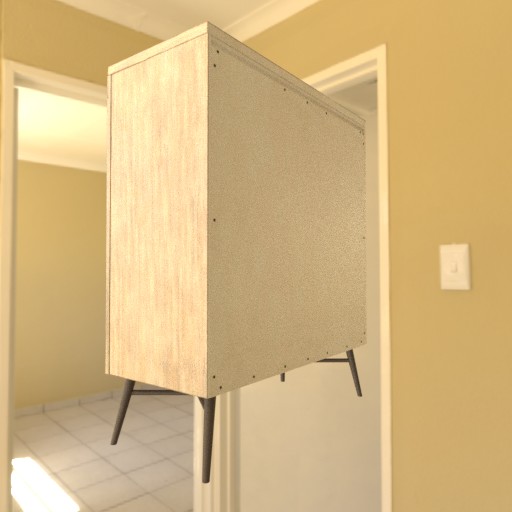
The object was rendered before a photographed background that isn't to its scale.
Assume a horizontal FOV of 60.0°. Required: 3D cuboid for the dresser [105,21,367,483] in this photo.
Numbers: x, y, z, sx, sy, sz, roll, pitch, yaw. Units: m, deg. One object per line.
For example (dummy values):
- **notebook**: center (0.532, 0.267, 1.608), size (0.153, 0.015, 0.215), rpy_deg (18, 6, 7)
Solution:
- **dresser**: center (0.000, 0.000, 1.697), size (0.457, 1.219, 1.016), rpy_deg (-1, -2, 37)
